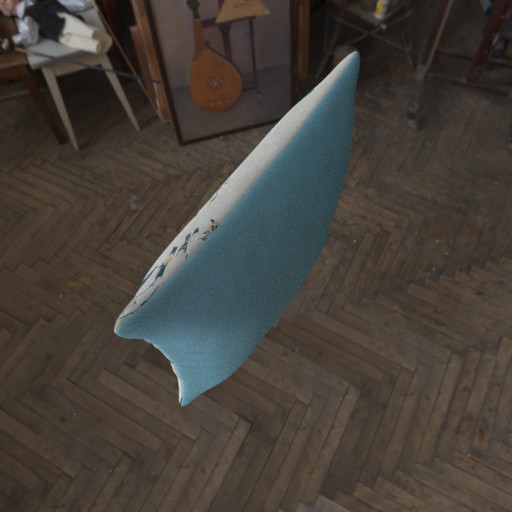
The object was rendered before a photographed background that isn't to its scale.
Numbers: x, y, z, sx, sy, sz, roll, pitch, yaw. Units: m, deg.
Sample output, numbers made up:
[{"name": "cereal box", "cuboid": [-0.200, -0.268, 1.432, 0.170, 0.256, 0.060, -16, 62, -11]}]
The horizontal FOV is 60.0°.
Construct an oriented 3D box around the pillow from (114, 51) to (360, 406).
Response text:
[{"name": "pillow", "cuboid": [0.000, 0.000, 0.780, 0.166, 0.507, 0.526, 31, 67, 15]}]
